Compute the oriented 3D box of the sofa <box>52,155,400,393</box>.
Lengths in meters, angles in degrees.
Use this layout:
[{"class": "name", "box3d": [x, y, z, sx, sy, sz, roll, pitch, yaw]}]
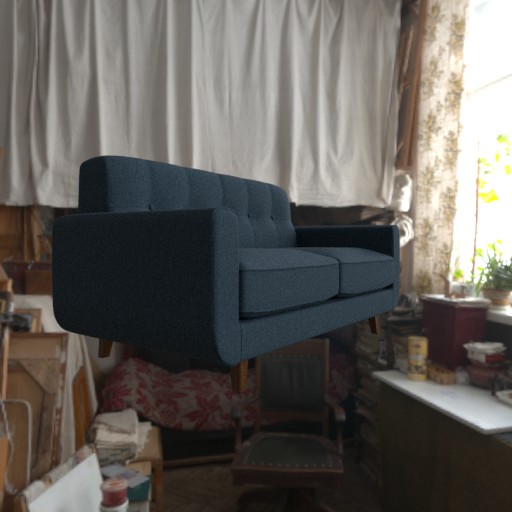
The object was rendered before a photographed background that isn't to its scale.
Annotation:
[{"class": "sofa", "box3d": [0.000, 0.000, 2.246, 0.942, 0.896, 1.651, 1, 2, 37]}]
